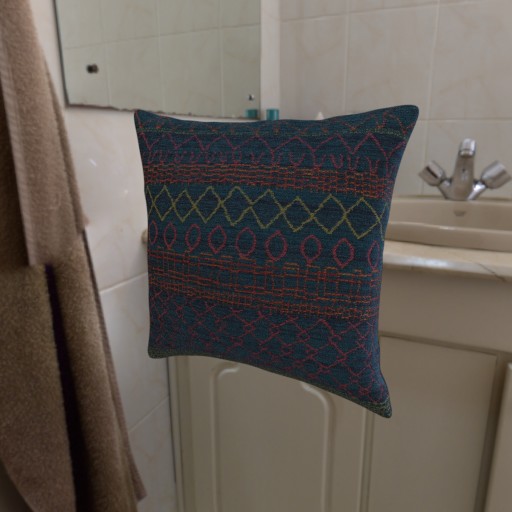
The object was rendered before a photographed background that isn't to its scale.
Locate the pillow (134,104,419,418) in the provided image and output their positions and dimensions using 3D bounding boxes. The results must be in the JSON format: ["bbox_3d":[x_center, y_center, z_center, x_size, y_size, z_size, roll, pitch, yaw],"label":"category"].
[{"bbox_3d":[0.000,0.000,0.667,0.431,0.431,0.141,7,16,25],"label":"pillow"}]
